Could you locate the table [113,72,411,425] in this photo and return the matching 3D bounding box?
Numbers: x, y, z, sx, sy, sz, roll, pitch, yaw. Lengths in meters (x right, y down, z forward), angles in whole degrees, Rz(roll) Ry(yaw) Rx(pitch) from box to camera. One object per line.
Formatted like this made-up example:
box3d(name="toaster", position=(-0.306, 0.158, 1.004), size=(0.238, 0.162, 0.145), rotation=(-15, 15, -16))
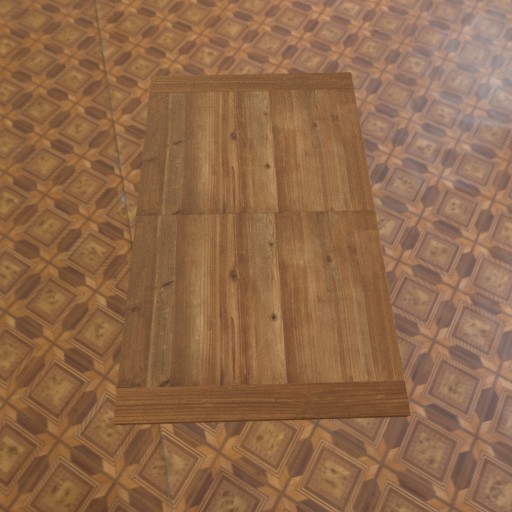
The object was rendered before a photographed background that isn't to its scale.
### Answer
box3d(name="table", position=(0.000, 0.000, 2.038), size=(0.922, 0.743, 1.503), rotation=(-1, 63, -1))
